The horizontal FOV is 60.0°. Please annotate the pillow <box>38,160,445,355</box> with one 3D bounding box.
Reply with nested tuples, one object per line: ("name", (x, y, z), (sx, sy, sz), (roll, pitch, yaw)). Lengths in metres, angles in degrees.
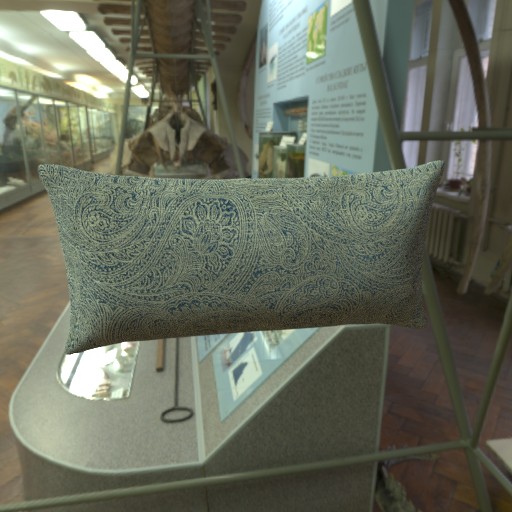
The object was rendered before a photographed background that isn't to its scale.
("pillow", (0.000, 0.000, 0.706), (0.615, 0.295, 0.151), (-3, 16, -9))
